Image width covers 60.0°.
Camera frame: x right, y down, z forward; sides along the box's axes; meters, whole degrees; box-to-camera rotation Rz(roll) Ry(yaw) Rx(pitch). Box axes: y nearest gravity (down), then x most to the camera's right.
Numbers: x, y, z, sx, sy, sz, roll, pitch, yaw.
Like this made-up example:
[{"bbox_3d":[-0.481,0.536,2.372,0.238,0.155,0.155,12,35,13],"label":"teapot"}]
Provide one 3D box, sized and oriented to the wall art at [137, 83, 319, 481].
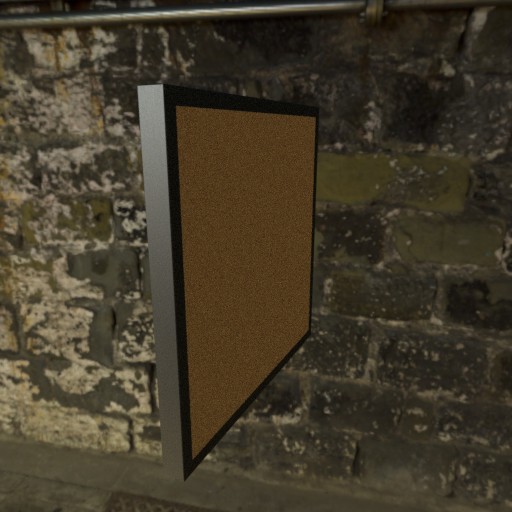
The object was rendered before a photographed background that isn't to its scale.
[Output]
[{"bbox_3d":[0.000,0.000,0.760,0.036,0.508,0.508,8,17,25],"label":"wall art"}]
